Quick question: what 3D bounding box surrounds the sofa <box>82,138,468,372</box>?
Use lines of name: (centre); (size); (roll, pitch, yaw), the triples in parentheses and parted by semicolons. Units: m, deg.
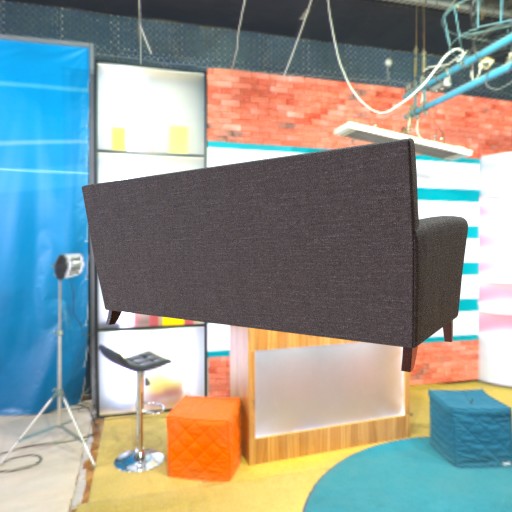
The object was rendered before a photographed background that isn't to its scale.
sofa: (0.000, 0.000, 2.415); (1.976, 0.846, 0.875); (0, 1, 36)
